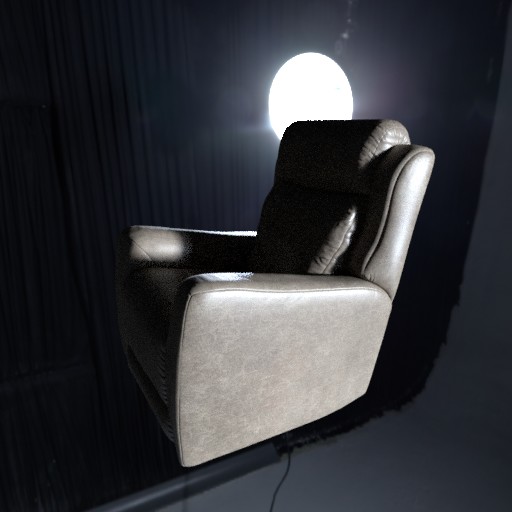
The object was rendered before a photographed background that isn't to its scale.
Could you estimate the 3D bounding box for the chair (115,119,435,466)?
[{"bbox_3d":[0.000,0.000,1.890,1.068,1.116,0.967,-9,19,-27],"label":"chair"}]
